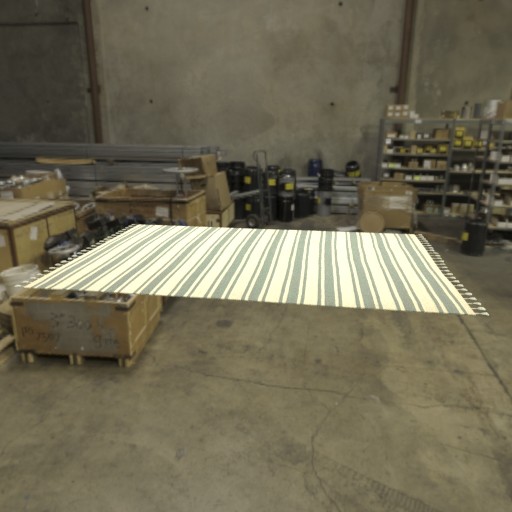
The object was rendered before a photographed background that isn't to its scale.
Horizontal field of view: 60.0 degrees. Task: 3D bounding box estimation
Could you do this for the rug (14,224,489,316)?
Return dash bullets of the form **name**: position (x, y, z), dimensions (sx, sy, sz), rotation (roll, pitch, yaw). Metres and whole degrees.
- **rug**: position (0.000, 0.000, 2.928), dimensions (2.410, 0.011, 1.539), rotation (3, 17, 8)
